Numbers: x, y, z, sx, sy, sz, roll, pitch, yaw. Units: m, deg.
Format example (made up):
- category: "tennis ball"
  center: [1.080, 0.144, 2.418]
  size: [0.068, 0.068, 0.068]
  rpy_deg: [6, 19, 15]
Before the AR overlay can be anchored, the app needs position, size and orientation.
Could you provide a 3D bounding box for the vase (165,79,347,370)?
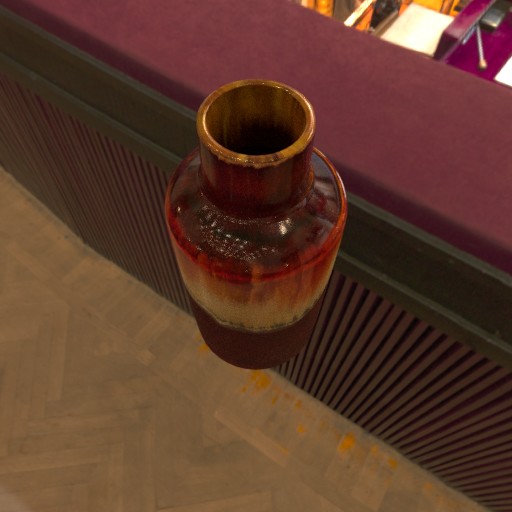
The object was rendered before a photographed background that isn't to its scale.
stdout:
- category: "vase"
  center: [0.000, 0.000, 0.324]
  size: [0.111, 0.261, 0.111]
  rpy_deg: [0, 60, 0]
